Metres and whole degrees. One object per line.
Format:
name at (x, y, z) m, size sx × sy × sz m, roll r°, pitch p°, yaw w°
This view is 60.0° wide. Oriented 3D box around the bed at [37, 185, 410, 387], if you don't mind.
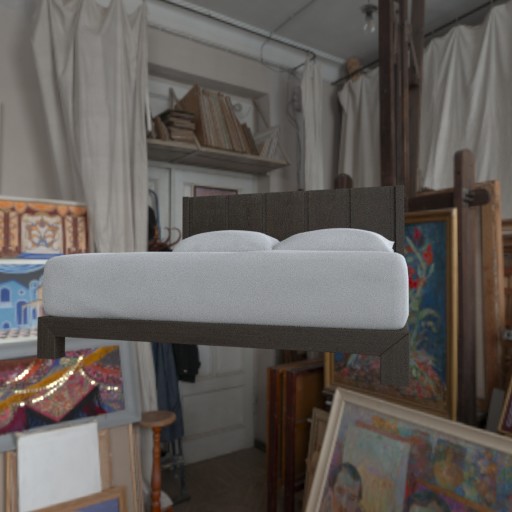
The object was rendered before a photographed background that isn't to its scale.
bed at (0.000, 0.000, 3.322) m, size 2.134 × 1.270 × 2.012 m, roll -1°, pitch -2°, yaw 18°
